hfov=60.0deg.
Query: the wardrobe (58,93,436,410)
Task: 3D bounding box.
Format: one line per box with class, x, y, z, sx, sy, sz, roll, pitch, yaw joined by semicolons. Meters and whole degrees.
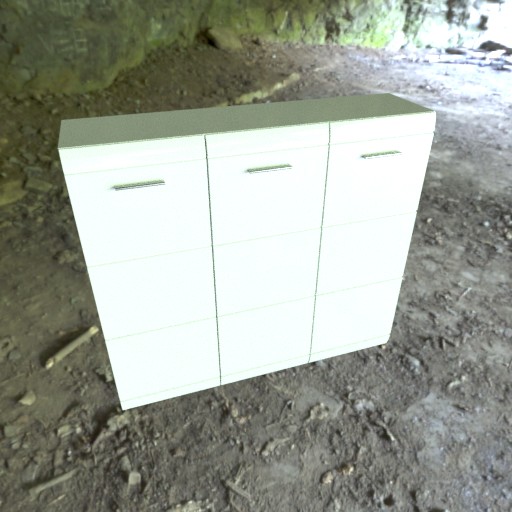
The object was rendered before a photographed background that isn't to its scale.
wardrobe;0.000;0.000;1.934;1.340;1.200;0.360;-10;34;-15
